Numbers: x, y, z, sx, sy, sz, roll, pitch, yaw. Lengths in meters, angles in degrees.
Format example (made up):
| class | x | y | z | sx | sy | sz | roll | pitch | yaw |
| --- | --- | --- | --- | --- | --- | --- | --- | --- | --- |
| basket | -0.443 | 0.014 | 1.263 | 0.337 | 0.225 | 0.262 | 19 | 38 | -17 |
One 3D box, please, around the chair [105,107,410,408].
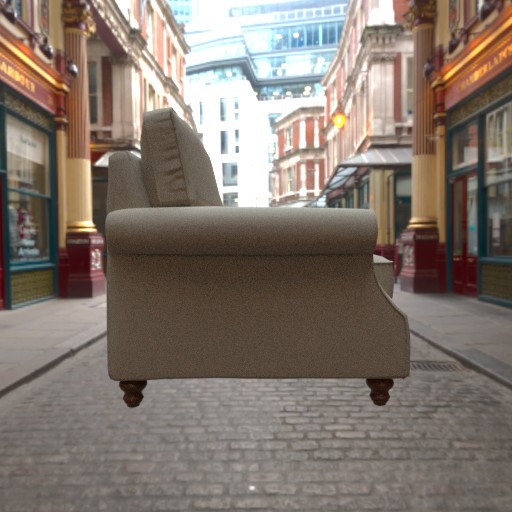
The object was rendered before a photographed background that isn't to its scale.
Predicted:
| class | x | y | z | sx | sy | sz | roll | pitch | yaw |
| --- | --- | --- | --- | --- | --- | --- | --- | --- | --- |
| chair | 0.000 | 0.000 | 1.796 | 0.966 | 0.967 | 1.029 | 0 | 1 | -1 |
